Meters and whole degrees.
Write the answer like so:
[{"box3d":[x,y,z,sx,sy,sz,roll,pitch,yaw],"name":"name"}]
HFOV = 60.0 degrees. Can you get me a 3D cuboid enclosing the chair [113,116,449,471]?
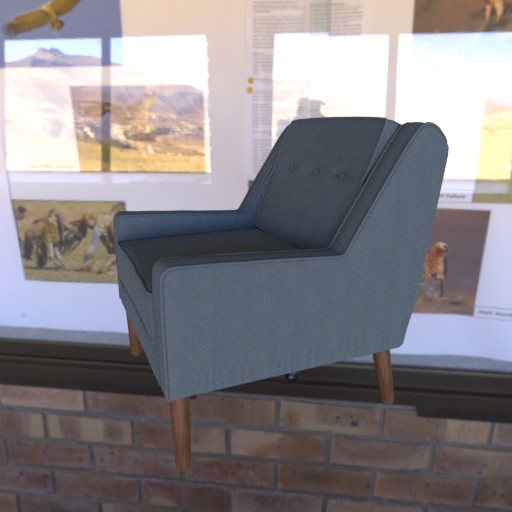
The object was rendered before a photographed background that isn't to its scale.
[{"box3d":[0.000,0.000,1.294,0.733,0.780,0.663,-7,18,-24],"name":"chair"}]
